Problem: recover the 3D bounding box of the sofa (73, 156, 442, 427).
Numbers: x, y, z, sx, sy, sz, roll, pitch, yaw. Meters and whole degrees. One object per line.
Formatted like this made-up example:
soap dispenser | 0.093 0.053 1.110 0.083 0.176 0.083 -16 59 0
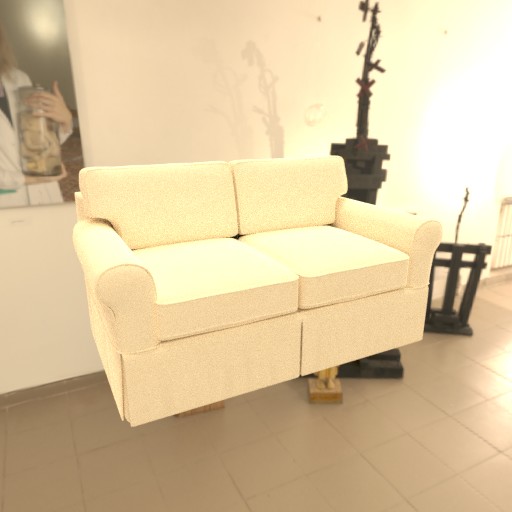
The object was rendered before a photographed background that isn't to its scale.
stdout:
sofa | 0.000 0.000 2.352 1.727 0.940 0.991 -9 20 -26
